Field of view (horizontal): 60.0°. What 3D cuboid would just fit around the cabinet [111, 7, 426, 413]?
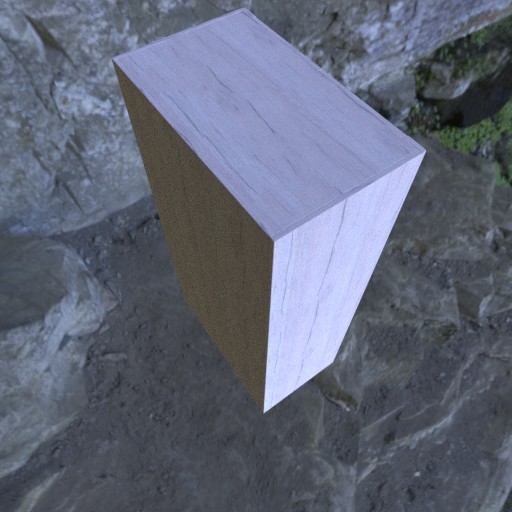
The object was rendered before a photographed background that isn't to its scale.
[{"bbox_3d":[0.000,0.000,2.284,0.580,1.930,0.980,-31,63,-18],"label":"cabinet"}]
